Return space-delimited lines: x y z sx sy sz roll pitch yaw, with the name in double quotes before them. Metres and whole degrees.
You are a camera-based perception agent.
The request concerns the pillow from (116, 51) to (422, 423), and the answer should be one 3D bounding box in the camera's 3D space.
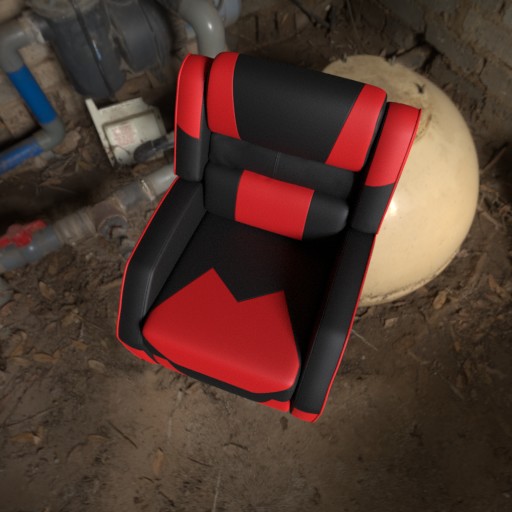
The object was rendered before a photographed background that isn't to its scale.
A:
"pillow" 0.000 0.000 1.267 0.620 0.805 0.672 18 62 10
